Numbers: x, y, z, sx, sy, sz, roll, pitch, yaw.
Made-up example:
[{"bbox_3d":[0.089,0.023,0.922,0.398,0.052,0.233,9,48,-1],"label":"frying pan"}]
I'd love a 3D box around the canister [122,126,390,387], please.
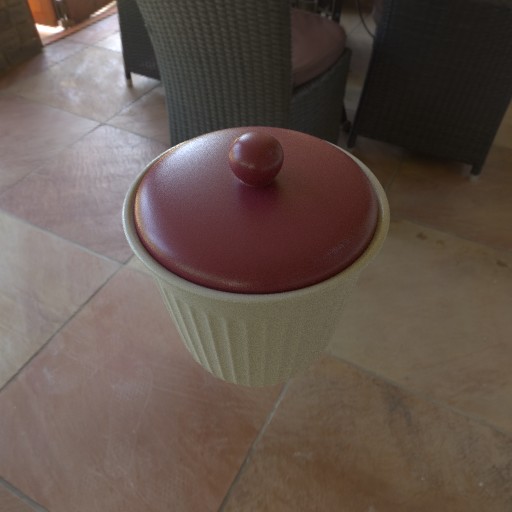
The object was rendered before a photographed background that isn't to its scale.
[{"bbox_3d":[0.000,0.000,0.348,0.181,0.211,0.181,0,47,0],"label":"canister"}]
